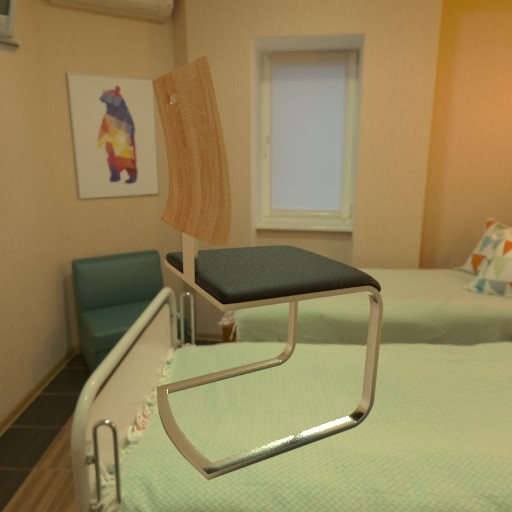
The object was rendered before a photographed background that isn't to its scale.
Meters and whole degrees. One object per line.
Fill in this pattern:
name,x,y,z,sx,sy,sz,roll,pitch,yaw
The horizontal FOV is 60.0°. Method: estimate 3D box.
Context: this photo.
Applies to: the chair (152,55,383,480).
chair,0.000,0.000,1.233,0.560,0.936,0.462,-7,15,-27
